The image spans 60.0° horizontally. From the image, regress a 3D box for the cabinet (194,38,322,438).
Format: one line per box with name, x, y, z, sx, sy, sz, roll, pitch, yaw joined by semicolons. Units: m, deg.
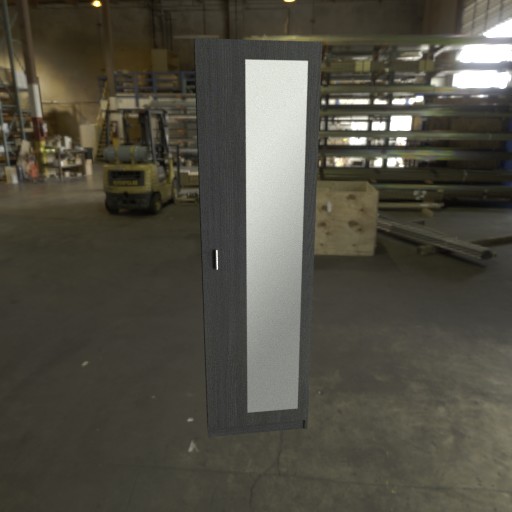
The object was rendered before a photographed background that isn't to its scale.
cabinet;0.000;0.000;2.048;0.500;1.790;0.230;-2;16;-8
